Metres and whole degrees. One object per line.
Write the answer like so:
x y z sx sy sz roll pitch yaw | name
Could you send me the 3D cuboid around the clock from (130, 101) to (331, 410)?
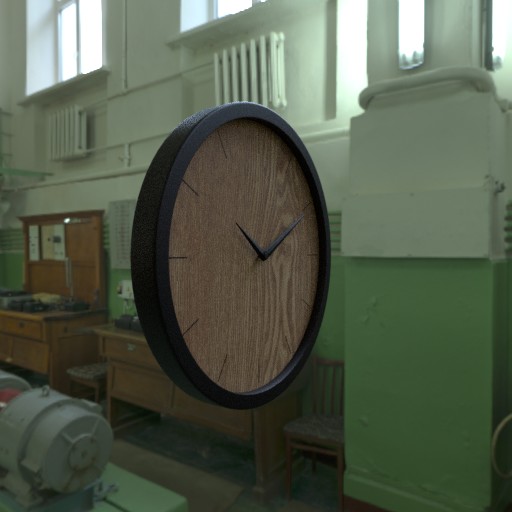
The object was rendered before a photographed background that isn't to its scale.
0.000 0.000 0.475 0.029 0.314 0.314 1 1 35 | clock
